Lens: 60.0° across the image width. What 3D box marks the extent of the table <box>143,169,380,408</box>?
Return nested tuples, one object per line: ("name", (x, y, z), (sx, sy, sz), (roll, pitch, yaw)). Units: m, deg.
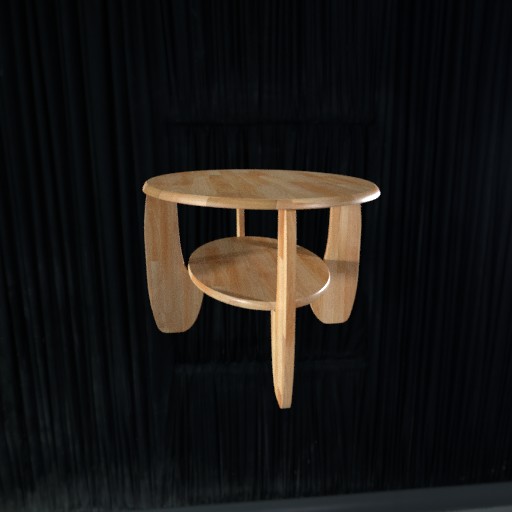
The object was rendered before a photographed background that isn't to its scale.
("table", (0.000, 0.000, 1.429), (0.690, 0.490, 1.040), (-2, 15, -8))
